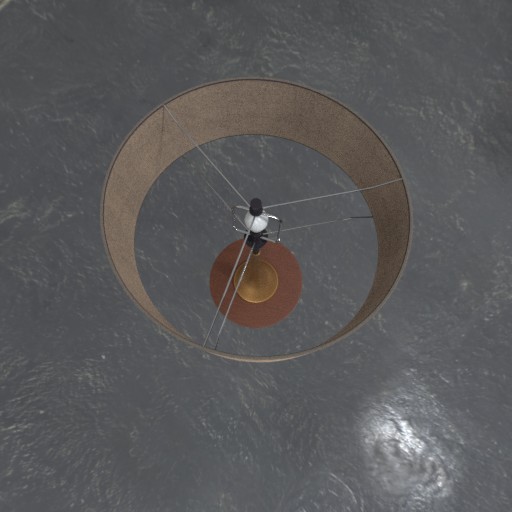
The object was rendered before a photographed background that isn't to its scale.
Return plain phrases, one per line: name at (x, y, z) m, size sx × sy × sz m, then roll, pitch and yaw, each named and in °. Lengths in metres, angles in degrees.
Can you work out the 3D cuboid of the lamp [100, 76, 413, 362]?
lamp at (0.000, 0.000, 0.845) m, size 0.417 × 0.551 × 0.396 m, roll 18°, pitch 76°, yaw 4°
